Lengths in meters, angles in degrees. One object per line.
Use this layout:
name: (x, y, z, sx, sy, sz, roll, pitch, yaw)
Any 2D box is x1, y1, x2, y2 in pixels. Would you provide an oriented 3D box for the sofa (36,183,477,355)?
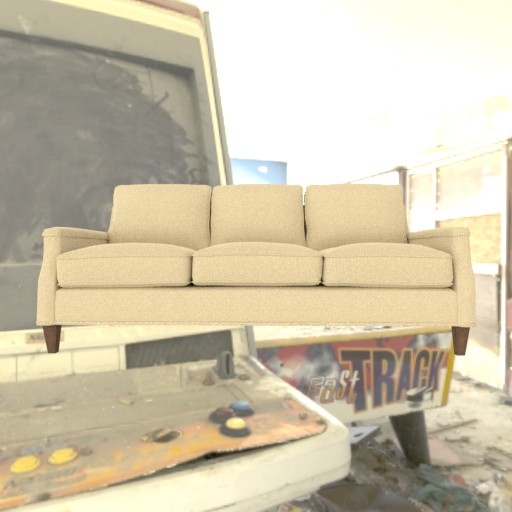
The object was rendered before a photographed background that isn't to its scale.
sofa: (0.000, 0.000, 2.761, 2.246, 1.003, 1.084, 0, 0, 1)
